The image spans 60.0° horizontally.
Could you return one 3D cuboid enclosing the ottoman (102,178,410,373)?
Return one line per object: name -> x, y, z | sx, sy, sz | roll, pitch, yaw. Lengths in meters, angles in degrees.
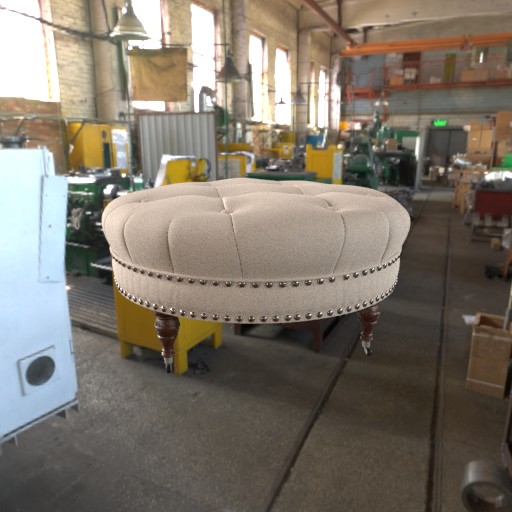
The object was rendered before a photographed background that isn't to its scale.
ottoman -> 0.000, 0.000, 1.379 | 0.901, 0.439, 0.901 | 0, 15, 0
